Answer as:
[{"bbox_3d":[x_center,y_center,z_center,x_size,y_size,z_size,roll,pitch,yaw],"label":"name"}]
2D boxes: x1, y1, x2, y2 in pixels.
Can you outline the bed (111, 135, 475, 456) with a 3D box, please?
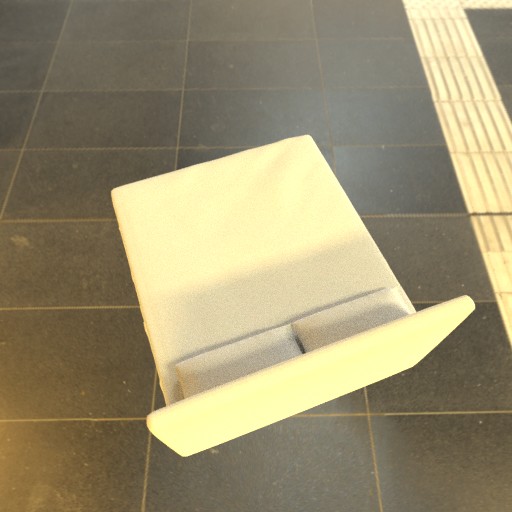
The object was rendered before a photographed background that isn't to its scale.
[{"bbox_3d":[0.000,0.000,3.594,2.119,1.317,2.341,-18,62,-10],"label":"bed"}]
